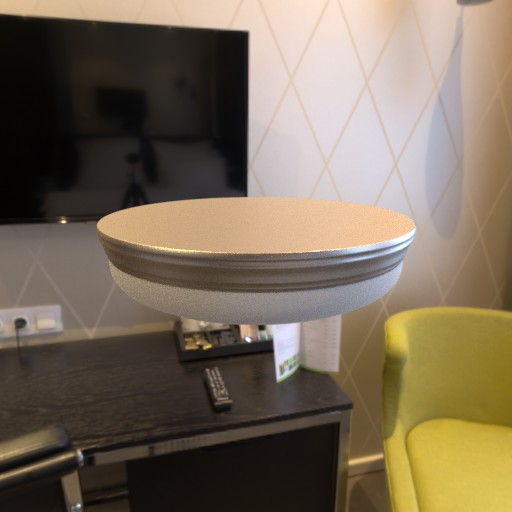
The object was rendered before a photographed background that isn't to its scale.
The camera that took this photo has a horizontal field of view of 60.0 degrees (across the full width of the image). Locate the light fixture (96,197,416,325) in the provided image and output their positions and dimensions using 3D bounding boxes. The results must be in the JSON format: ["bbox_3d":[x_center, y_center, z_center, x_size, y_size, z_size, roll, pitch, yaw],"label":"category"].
[{"bbox_3d":[0.000,0.000,0.551,0.368,0.100,0.368,0,15,0],"label":"light fixture"}]
